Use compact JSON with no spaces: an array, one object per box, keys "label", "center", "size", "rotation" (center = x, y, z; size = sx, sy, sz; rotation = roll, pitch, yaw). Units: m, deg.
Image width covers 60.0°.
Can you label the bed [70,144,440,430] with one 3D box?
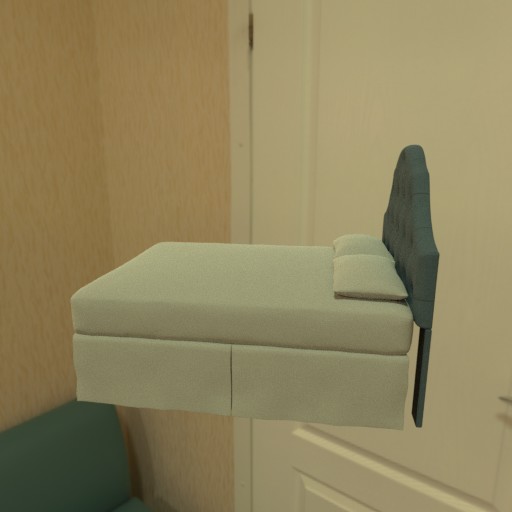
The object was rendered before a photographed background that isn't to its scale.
[{"label":"bed","center":[0.000,0.000,3.234],"size":[2.155,1.575,1.636],"rotation":[2,14,8]}]
